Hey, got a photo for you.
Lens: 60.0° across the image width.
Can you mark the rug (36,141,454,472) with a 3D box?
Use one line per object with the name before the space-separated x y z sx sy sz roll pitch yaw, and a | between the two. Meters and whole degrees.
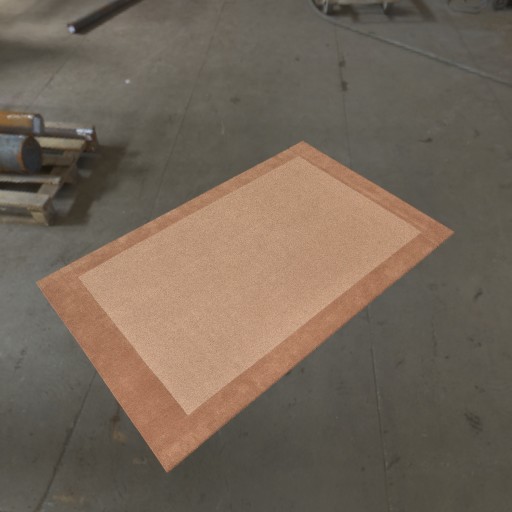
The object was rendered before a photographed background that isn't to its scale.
rug | 0.000 0.000 3.007 2.438 0.014 1.524 -33 56 -26
